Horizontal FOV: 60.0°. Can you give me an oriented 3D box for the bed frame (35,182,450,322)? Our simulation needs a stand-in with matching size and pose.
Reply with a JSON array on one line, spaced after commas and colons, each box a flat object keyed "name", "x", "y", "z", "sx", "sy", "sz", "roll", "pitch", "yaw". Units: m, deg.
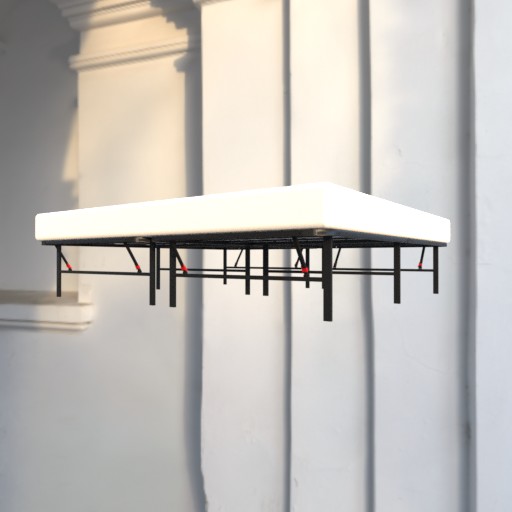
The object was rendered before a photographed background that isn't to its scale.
[{"name": "bed frame", "x": 0.000, "y": 0.000, "z": 2.965, "sx": 2.033, "sy": 0.525, "sz": 1.935, "roll": 0, "pitch": 0, "yaw": 36}]
